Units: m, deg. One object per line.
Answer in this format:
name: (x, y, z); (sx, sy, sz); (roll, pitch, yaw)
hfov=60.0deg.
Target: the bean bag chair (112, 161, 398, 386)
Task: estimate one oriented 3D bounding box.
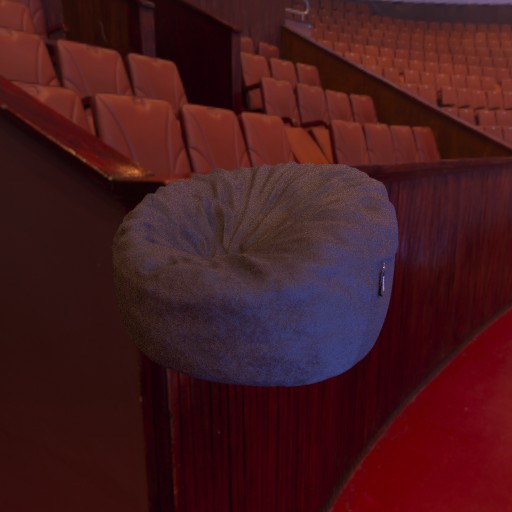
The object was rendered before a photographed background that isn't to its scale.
bean bag chair: (0.000, 0.000, 2.042); (1.245, 0.821, 1.245); (0, 14, 0)
